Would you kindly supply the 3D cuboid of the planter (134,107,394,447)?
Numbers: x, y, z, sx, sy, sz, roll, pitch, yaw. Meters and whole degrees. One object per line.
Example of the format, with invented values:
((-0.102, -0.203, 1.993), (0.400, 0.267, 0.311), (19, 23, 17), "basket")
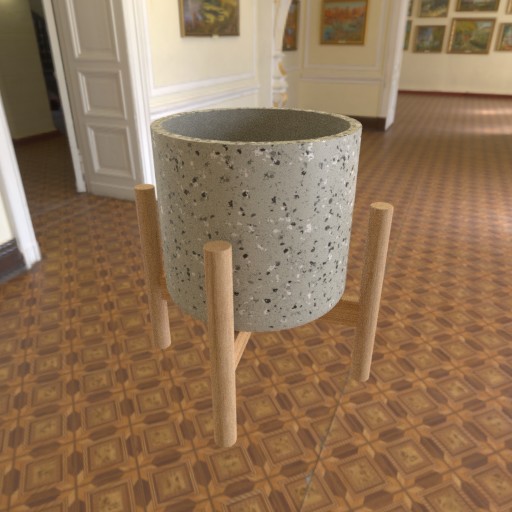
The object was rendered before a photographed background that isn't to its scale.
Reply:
((0.000, 0.000, 0.546), (0.284, 0.320, 0.284), (18, 32, 32), "planter")
